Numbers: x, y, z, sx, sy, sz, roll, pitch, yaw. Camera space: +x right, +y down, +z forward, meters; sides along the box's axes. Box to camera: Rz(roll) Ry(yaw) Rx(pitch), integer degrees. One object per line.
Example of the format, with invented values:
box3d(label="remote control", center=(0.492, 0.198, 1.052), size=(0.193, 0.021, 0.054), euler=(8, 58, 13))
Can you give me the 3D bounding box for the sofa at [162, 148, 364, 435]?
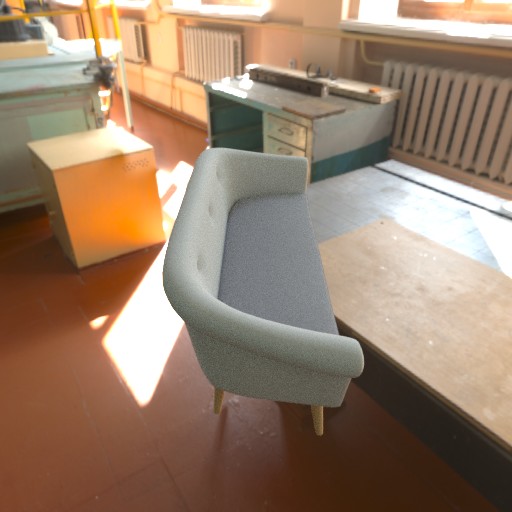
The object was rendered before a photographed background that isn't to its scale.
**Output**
box3d(label="sofa", center=(0.000, 0.000, 2.586), size=(0.827, 0.795, 2.160), euler=(0, 32, 0))
